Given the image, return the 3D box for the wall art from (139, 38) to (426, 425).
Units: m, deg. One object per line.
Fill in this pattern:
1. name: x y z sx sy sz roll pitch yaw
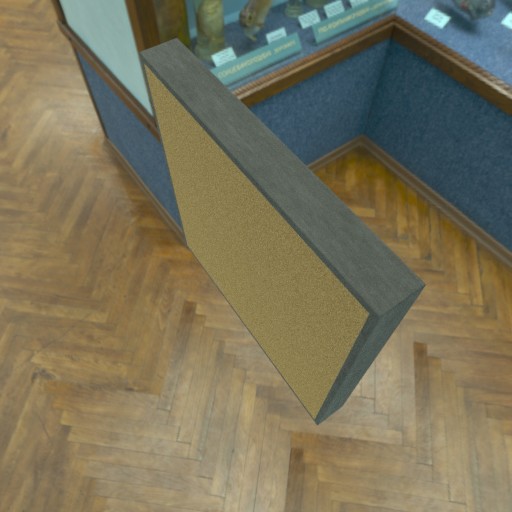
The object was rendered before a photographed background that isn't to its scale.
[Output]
1. wall art: 0.000 0.000 0.452 0.038 0.302 0.303 -30 63 -17
